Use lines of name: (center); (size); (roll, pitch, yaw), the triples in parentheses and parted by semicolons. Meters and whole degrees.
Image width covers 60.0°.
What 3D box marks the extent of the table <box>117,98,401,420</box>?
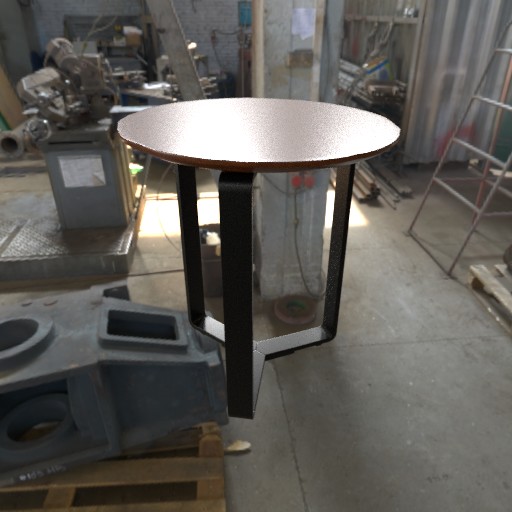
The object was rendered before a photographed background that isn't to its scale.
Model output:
table: (0.000, 0.000, 0.757); (0.410, 0.450, 0.380); (21, 36, 33)
